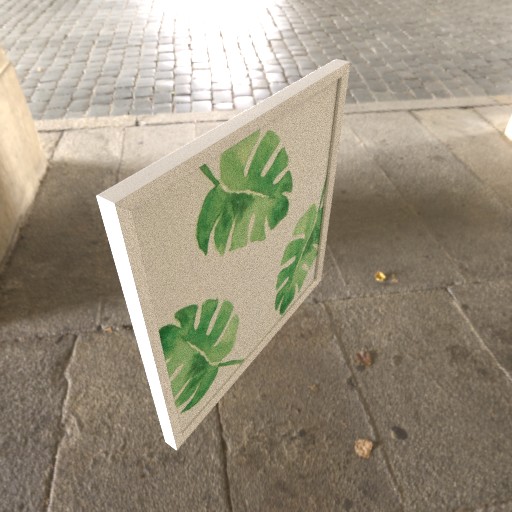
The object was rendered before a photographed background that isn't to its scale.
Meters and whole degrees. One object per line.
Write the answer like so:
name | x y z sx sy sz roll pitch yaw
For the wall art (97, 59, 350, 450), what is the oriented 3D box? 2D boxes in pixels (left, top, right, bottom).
wall art | 0.000 0.000 1.129 0.040 0.762 0.762 25 47 26
